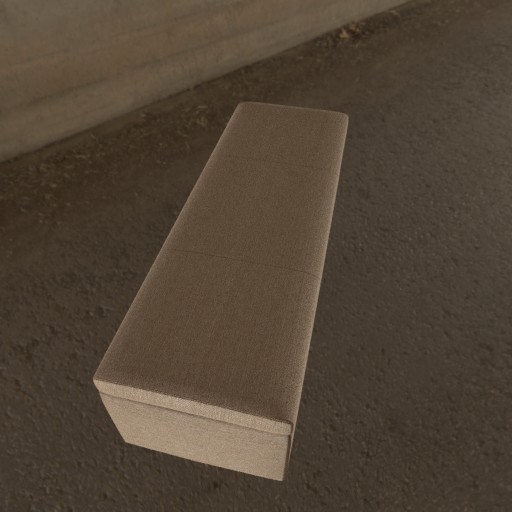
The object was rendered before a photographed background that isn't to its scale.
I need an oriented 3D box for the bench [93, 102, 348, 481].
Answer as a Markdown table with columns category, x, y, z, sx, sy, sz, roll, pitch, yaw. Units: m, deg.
| category | x | y | z | sx | sy | sz | roll | pitch | yaw |
| --- | --- | --- | --- | --- | --- | --- | --- | --- | --- |
| bench | 0.000 | 0.000 | 1.466 | 0.446 | 0.438 | 1.269 | 10 | 47 | 9 |
